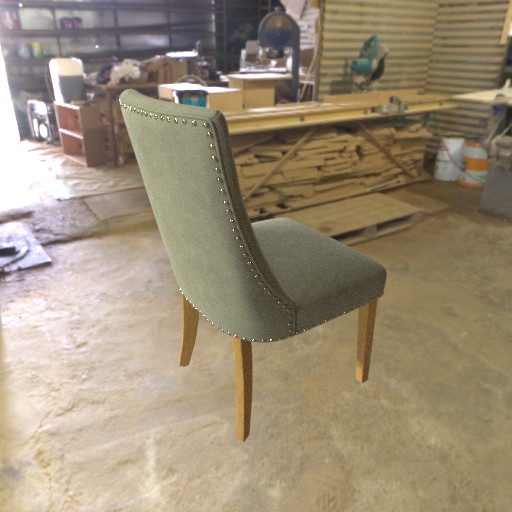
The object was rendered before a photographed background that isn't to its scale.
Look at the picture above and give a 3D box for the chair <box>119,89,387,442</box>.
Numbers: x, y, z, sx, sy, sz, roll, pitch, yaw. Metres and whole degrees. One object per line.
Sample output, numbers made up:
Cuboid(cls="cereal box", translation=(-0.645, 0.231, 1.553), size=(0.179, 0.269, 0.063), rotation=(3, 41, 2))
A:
Cuboid(cls="chair", translation=(0.000, 0.000, 1.281), size=(0.610, 0.902, 0.495), rotation=(-17, 31, -30))
